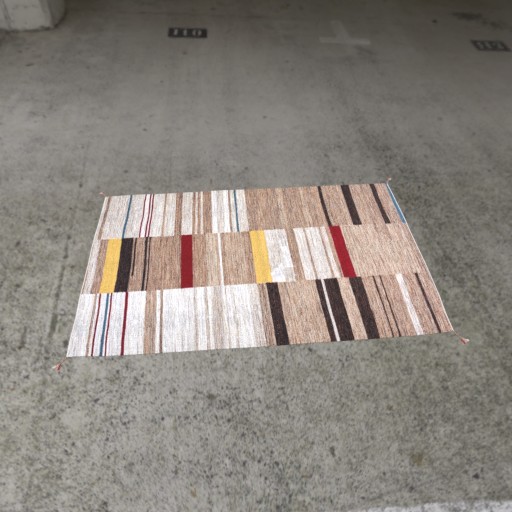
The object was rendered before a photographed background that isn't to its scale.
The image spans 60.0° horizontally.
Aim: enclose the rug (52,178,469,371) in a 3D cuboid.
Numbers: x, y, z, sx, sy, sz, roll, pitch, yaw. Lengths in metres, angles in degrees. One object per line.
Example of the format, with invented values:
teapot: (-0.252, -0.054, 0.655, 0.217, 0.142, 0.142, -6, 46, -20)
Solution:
rug: (0.000, 0.000, 2.438, 1.918, 0.007, 1.268, -3, 47, -3)
